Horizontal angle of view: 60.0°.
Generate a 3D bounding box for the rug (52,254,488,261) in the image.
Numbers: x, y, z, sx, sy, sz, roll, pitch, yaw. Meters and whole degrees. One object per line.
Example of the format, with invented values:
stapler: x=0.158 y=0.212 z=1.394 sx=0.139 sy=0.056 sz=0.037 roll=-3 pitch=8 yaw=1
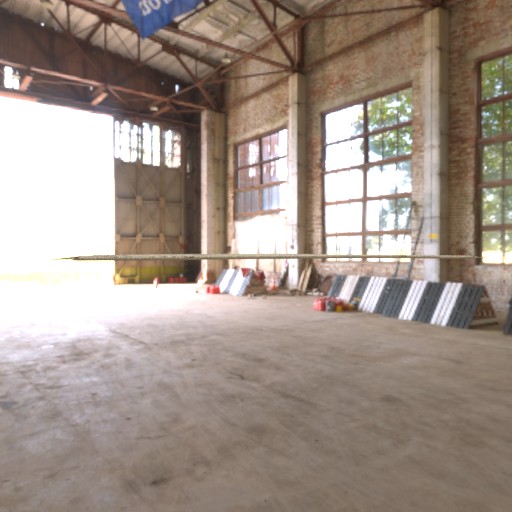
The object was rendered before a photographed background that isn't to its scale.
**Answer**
rug: x=0.000 y=0.000 z=3.873 sx=3.027 sy=0.028 sz=2.125 roll=0 pitch=1 yaw=-18
